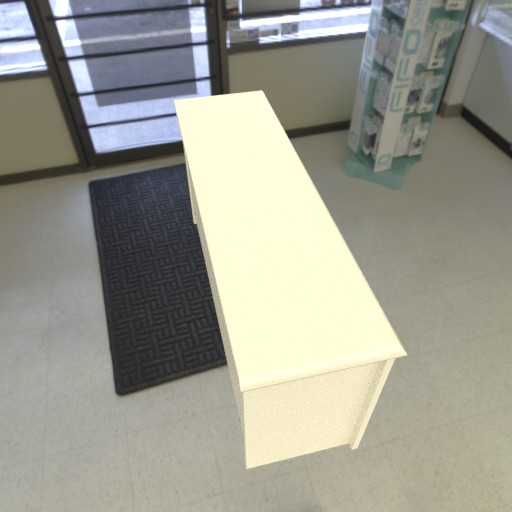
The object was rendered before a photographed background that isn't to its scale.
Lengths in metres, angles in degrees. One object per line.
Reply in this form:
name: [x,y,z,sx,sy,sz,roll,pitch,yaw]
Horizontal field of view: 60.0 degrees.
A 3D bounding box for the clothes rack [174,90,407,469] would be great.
clothes rack: [0.000,0.000,1.376,0.324,0.531,1.120,-10,47,-9]
